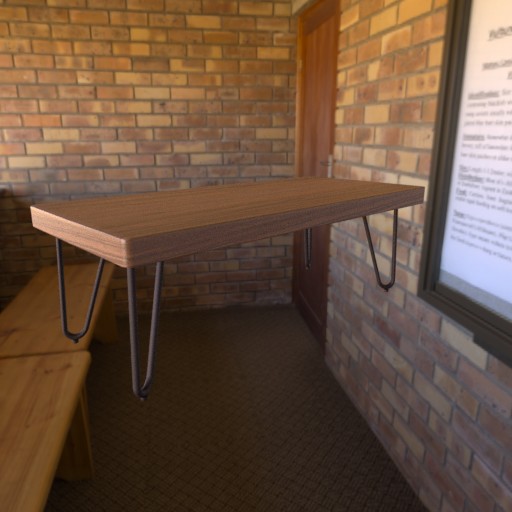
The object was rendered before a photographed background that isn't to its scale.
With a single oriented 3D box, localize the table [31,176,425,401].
[{"bbox_3d":[0.000,0.000,1.689,1.375,0.468,0.637,-14,21,-41],"label":"table"}]
